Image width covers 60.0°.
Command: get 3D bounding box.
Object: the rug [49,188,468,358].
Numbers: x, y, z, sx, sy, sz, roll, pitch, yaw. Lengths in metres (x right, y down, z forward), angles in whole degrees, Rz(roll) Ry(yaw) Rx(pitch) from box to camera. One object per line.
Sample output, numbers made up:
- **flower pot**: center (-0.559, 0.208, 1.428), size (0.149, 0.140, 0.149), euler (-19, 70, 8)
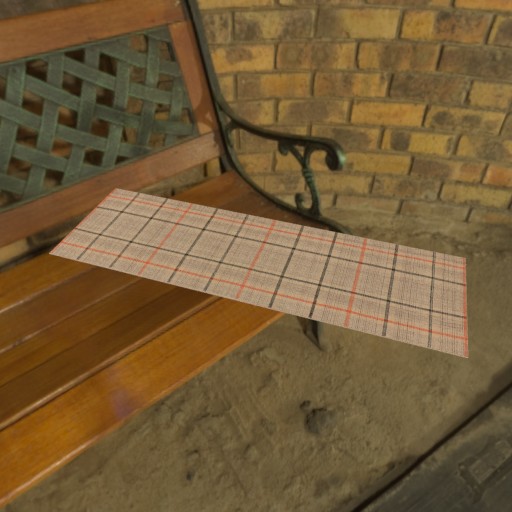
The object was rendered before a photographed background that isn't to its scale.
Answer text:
- **rug**: center (0.000, 0.000, 2.723), size (2.439, 0.008, 0.762), euler (13, 43, 14)
